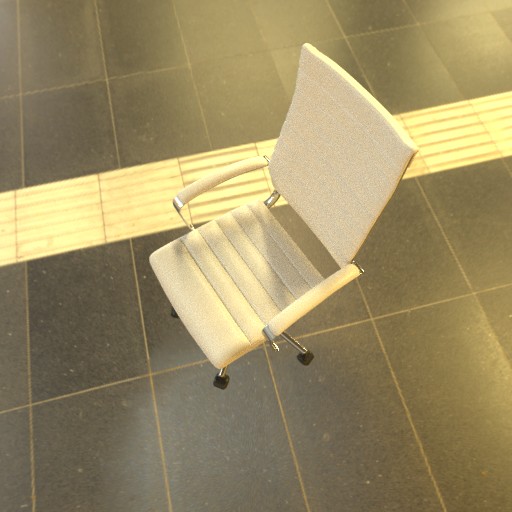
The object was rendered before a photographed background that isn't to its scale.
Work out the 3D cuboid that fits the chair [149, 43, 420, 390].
[{"bbox_3d":[0.000,0.000,1.531,0.679,1.149,0.679,-31,68,-14],"label":"chair"}]
